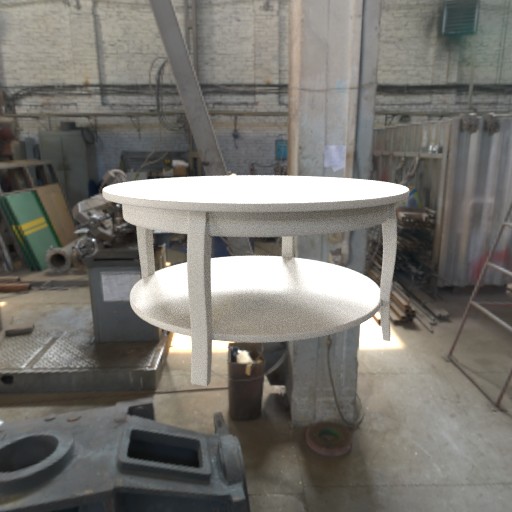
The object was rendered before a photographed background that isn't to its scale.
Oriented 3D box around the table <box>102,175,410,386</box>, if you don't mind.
[{"bbox_3d":[0.000,0.000,1.440,0.910,0.457,0.910,0,14,0],"label":"table"}]
